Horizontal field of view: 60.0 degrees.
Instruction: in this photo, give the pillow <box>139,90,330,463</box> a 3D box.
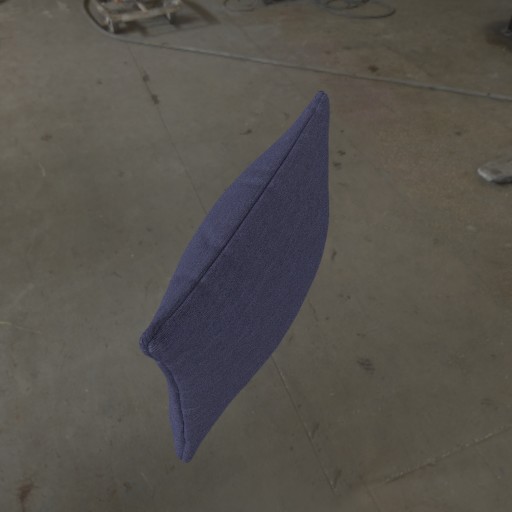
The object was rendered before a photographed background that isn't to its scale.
[{"bbox_3d":[0.000,0.000,0.785,0.210,0.338,0.633,18,49,16],"label":"pillow"}]
